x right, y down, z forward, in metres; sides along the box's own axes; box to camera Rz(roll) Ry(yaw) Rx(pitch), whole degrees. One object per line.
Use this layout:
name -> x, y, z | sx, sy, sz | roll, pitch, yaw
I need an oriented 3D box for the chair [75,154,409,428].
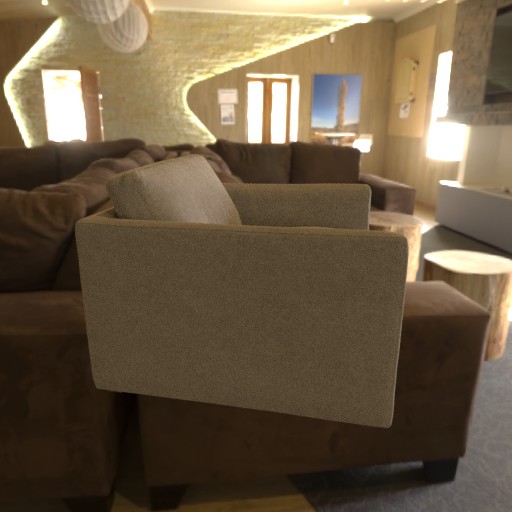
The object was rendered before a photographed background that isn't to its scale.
chair -> 0.000, 0.000, 1.936 | 1.091, 0.845, 1.190 | 2, 16, 8
